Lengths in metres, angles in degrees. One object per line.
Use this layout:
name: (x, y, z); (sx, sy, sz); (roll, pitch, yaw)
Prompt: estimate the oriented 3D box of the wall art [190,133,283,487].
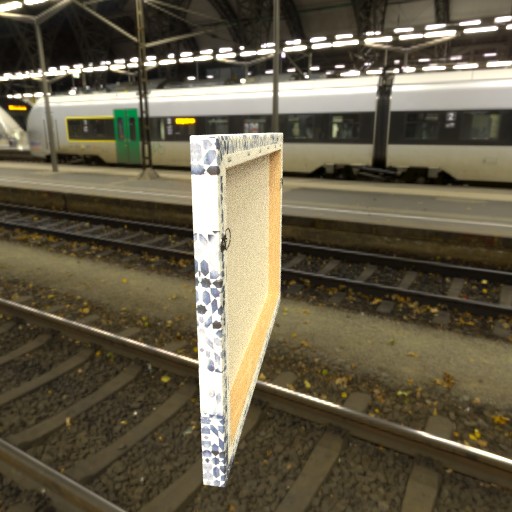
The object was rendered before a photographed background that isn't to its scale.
wall art: (0.000, 0.000, 0.764); (0.030, 0.406, 0.608); (3, 16, 9)
